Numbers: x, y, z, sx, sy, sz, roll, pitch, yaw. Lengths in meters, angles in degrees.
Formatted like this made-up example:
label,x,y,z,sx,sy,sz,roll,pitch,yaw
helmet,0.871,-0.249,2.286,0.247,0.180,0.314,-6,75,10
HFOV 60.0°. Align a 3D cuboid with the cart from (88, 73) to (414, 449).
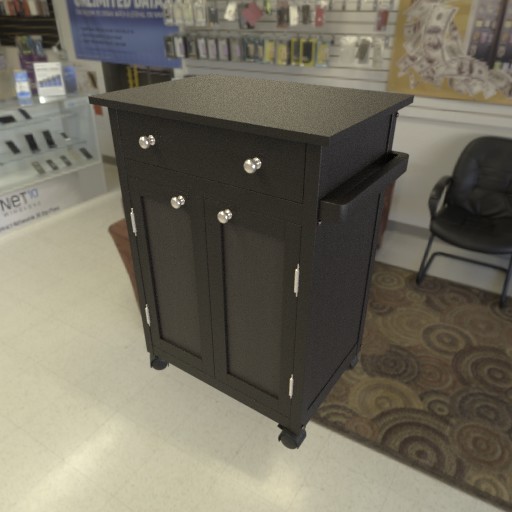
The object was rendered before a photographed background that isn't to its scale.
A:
label,x,y,z,sx,sy,sz,roll,pitch,yaw
cart,0.000,0.000,1.275,0.660,0.879,0.456,19,35,29
